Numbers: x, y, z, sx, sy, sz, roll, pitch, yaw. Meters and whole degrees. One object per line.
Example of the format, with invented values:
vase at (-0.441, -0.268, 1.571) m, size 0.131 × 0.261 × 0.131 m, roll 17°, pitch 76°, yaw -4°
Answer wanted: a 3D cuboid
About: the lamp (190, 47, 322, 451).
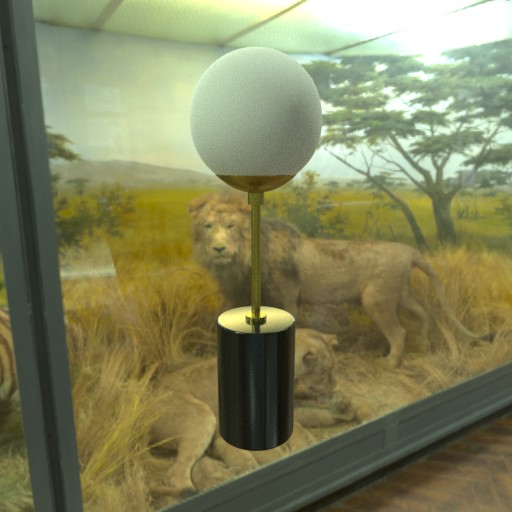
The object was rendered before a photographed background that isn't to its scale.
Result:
lamp at (0.000, 0.000, 0.553) m, size 0.153 × 0.480 × 0.153 m, roll 0°, pitch 13°, yaw 0°
